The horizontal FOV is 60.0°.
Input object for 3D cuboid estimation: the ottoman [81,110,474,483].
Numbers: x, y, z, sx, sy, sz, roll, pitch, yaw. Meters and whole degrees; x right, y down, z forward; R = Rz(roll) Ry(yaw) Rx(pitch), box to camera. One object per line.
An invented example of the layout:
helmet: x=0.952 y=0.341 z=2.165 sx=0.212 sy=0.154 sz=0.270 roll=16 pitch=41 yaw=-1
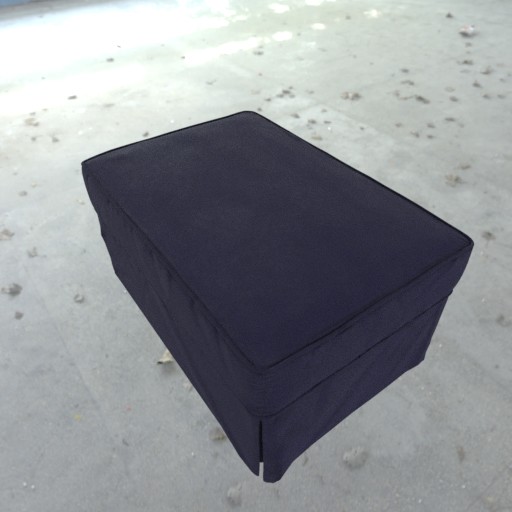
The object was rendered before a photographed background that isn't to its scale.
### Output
ottoman: x=0.000 y=0.000 z=1.271 sx=0.637 sy=0.503 sz=0.938 roll=-25 pitch=47 yaw=-26
